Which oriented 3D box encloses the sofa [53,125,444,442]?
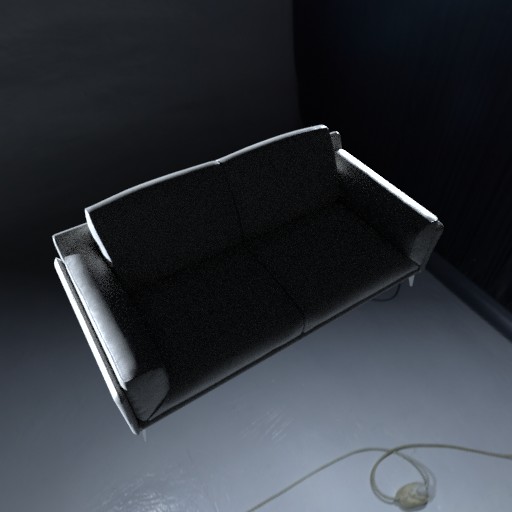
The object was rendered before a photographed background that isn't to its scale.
[{"bbox_3d":[0.000,0.000,2.692,2.101,0.930,1.049,-25,51,-22],"label":"sofa"}]
